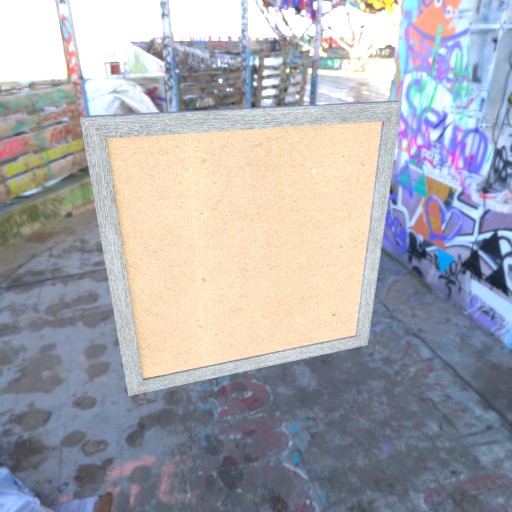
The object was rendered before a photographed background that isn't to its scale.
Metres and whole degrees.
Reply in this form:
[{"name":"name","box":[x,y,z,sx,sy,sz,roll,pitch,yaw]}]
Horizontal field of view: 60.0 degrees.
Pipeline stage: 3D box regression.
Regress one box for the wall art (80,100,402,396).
[{"name":"wall art","box":[0.000,0.000,1.070,0.685,0.685,0.020,-8,28,-16]}]
